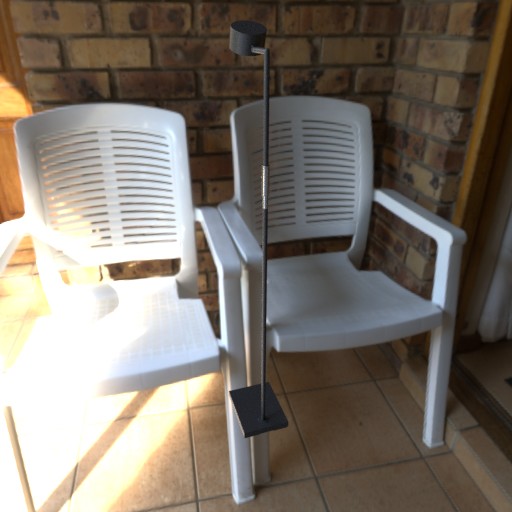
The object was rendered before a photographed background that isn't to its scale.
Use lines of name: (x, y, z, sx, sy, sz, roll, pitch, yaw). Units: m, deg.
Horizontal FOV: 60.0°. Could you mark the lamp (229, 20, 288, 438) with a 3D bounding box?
lamp: (0.000, 0.000, 1.700, 0.203, 1.600, 0.304, -8, 28, -16)
